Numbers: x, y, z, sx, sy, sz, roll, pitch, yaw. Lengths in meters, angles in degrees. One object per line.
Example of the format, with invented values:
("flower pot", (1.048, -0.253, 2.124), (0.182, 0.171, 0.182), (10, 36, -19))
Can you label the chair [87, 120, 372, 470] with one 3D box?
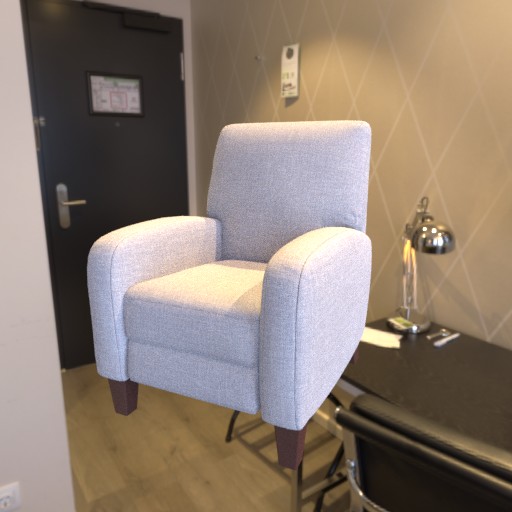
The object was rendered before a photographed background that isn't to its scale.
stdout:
("chair", (0.000, 0.000, 1.643), (0.762, 0.990, 0.990), (6, 15, 25))
